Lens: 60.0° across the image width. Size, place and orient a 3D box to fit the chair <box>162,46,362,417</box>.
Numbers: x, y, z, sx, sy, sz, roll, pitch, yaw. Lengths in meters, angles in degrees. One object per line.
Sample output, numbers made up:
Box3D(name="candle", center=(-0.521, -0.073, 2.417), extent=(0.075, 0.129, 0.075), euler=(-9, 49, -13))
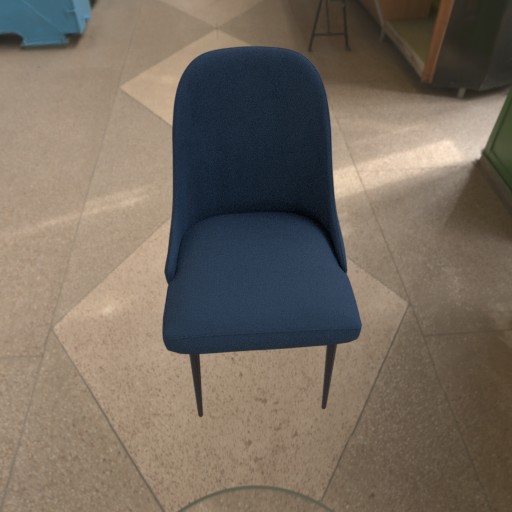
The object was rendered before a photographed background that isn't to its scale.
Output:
Box3D(name="chair", center=(0.000, 0.000, 1.212), extent=(0.478, 0.896, 0.559), euler=(-3, 47, -3))
